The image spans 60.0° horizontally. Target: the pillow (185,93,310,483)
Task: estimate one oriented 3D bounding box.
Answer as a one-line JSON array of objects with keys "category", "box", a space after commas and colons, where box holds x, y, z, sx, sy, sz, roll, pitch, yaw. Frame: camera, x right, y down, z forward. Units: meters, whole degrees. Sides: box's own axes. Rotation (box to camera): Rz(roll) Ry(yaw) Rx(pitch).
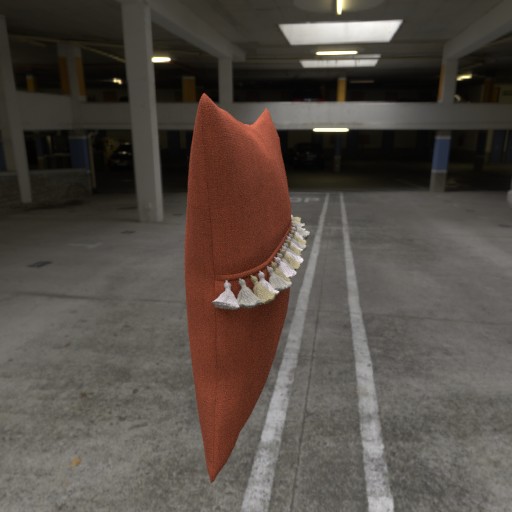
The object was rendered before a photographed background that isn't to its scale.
[{"category": "pillow", "box": [0.000, 0.000, 0.738, 0.165, 0.482, 0.490, 3, 17, 9]}]
